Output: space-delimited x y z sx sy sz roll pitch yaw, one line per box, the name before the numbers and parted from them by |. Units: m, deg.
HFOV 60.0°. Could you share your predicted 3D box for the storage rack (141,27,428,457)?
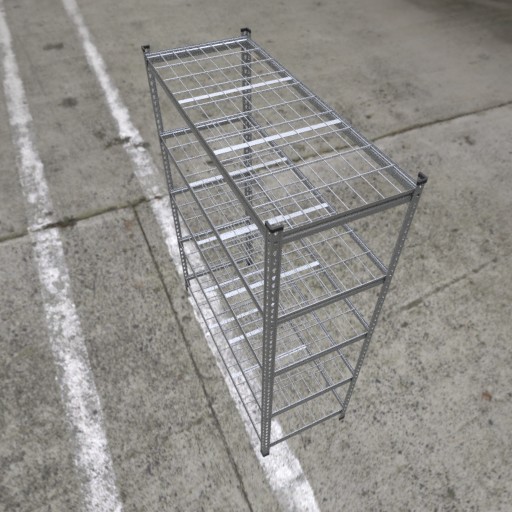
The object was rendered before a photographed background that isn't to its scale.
storage rack | 0.000 0.000 2.633 0.610 1.981 1.524 -19 50 -17
